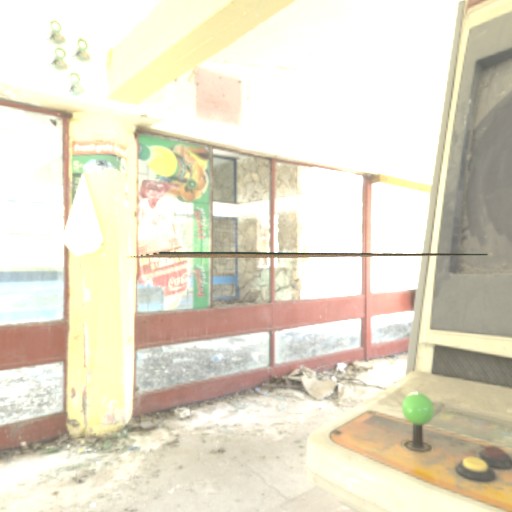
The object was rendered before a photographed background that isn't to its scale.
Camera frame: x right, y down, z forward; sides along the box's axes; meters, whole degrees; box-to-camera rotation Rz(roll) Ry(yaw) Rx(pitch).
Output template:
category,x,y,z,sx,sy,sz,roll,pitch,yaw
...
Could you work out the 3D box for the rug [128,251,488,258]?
category,x,y,z,sx,sy,sz,roll,pitch,yaw
rug,0.000,0.000,2.914,1.522,0.010,2.311,0,-1,-19
